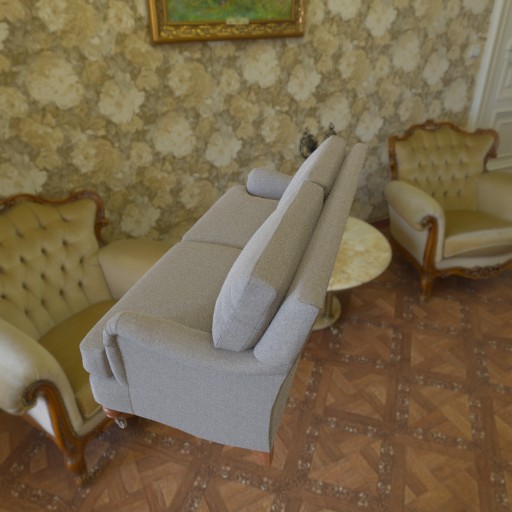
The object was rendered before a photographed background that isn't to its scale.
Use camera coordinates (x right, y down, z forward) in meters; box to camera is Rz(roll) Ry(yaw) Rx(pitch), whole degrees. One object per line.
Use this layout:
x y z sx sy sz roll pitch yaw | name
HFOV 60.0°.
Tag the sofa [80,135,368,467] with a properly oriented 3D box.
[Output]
0.000 0.000 2.721 1.087 1.054 2.160 8 31 15 | sofa
